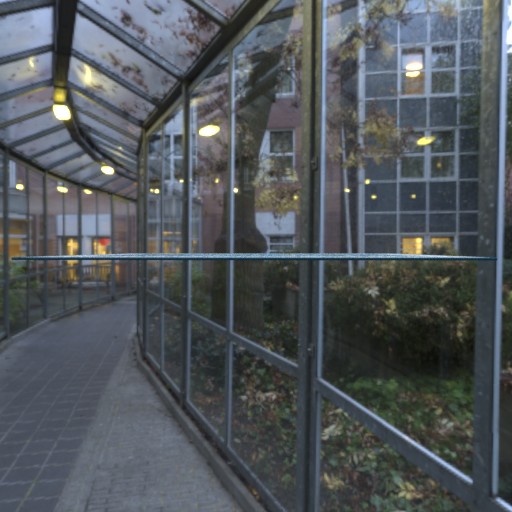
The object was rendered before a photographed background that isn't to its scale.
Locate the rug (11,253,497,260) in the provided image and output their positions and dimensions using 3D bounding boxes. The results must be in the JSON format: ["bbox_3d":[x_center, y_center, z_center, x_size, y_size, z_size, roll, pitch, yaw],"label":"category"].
[{"bbox_3d":[0.000,0.000,2.811,2.213,0.013,1.594,0,1,2],"label":"rug"}]
